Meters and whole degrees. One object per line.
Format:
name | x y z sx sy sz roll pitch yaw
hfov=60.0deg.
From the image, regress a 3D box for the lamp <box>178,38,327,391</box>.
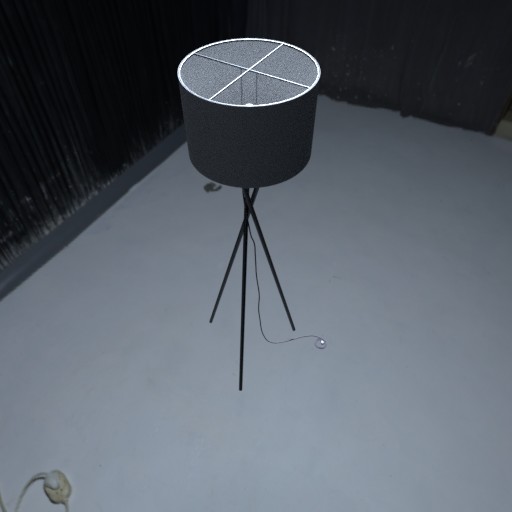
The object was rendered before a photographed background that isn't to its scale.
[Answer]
lamp | 0.000 0.000 1.925 0.667 1.624 0.522 25 53 20
